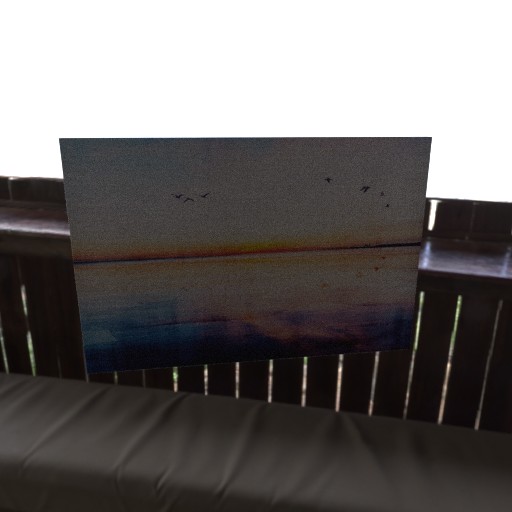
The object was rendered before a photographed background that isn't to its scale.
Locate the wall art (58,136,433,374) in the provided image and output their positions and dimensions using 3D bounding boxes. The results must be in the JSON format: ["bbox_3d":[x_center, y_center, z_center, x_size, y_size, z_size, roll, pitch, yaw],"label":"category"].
[{"bbox_3d":[0.000,0.000,1.458,1.137,0.756,0.034,-2,17,-8],"label":"wall art"}]
